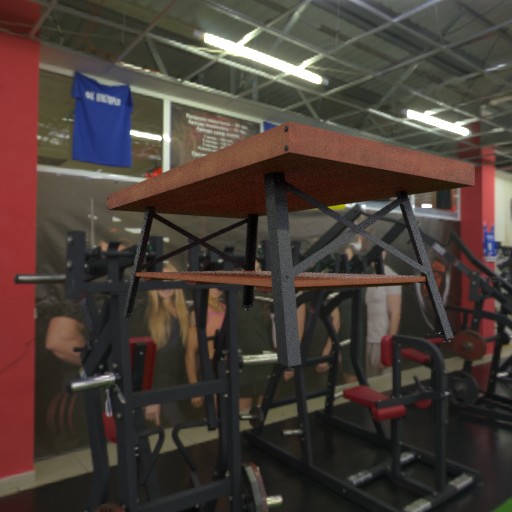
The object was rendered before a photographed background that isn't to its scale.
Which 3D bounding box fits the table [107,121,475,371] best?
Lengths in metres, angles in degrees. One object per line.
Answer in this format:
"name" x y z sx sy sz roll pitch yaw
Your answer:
"table" 0.000 0.000 1.384 0.610 0.457 1.067 0 -1 -35
